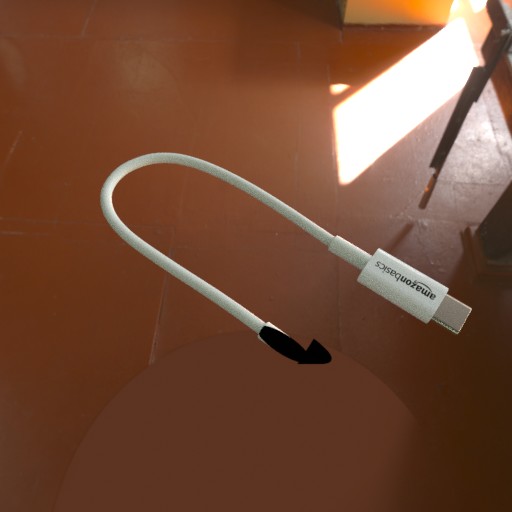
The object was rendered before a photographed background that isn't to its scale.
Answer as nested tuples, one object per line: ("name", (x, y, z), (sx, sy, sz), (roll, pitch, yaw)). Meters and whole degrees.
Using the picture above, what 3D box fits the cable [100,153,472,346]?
("cable", (0.000, 0.000, 0.112), (0.098, 0.005, 0.041), (33, 64, 18))
